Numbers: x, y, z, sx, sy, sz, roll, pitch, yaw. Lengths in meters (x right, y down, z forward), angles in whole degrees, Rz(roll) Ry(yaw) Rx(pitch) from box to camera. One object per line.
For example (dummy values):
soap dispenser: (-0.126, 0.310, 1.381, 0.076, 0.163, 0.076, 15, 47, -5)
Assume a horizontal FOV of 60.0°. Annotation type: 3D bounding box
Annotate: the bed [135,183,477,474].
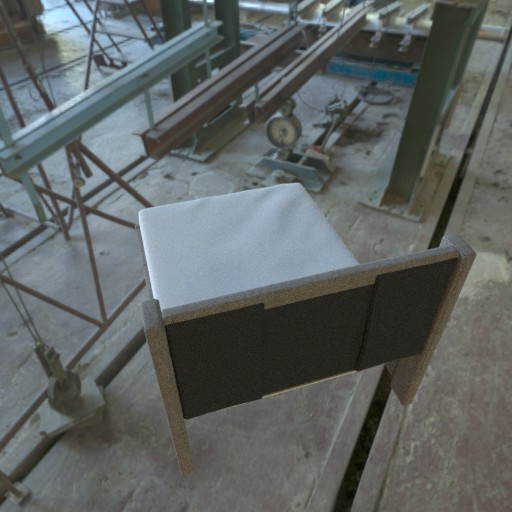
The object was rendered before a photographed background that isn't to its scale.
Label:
bed: (0.000, 0.000, 3.383, 1.714, 1.481, 2.245, -12, 43, -13)
